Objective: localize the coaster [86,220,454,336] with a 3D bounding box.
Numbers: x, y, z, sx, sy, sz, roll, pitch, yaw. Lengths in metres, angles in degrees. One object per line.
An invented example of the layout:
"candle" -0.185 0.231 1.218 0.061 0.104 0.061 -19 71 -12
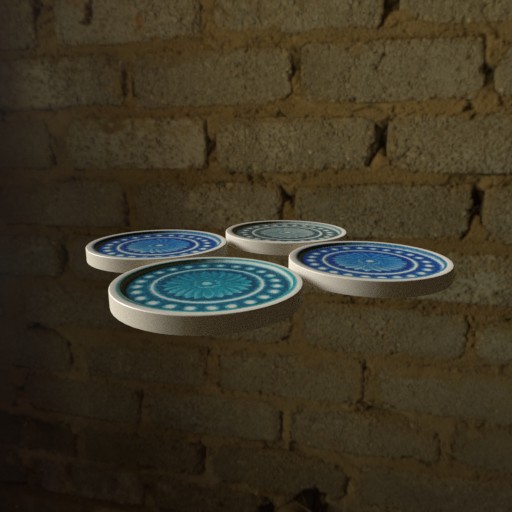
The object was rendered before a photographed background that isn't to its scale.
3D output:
"coaster" 0.000 0.000 0.327 0.224 0.010 0.220 -7 16 -25
